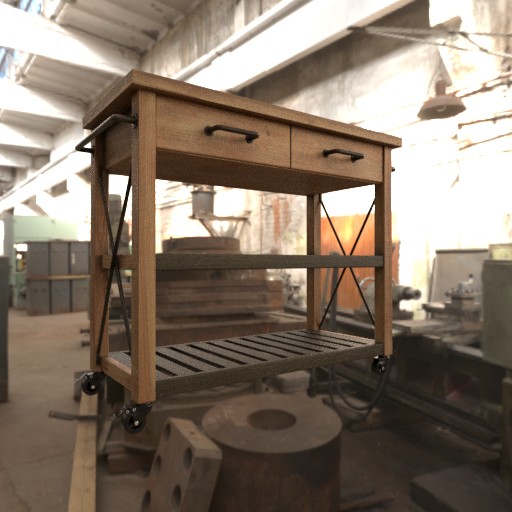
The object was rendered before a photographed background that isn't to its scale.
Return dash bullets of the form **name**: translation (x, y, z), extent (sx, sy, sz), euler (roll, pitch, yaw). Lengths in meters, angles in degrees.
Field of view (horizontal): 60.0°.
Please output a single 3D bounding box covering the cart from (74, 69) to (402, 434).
- **cart**: translation (0.000, 0.000, 0.956), extent (0.686, 0.554, 0.298), euler (0, -1, -35)
